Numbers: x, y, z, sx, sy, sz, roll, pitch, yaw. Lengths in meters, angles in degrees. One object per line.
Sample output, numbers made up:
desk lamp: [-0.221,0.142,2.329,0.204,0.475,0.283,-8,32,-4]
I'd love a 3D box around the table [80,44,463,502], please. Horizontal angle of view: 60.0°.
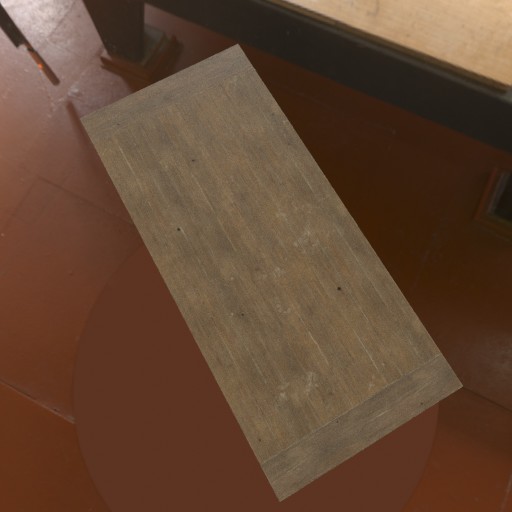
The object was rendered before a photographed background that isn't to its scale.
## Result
table: [0.000,0.000,2.084,0.820,0.465,1.800,-29,77,-7]
